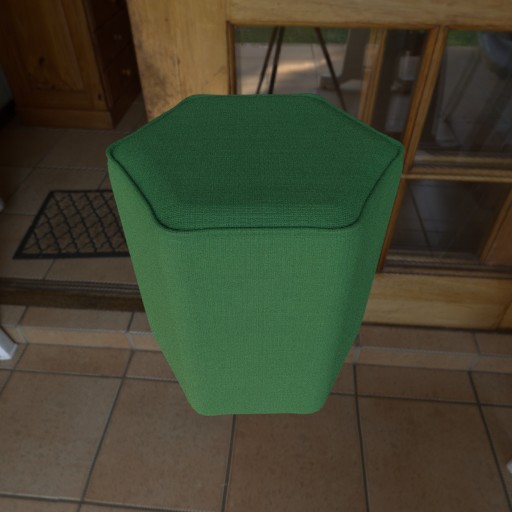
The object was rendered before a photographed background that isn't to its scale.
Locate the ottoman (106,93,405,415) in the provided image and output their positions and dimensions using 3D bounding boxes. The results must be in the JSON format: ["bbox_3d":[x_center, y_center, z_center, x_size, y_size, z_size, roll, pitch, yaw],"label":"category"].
[{"bbox_3d":[0.000,0.000,0.892,0.499,0.507,0.444,-1,43,-1],"label":"ottoman"}]
